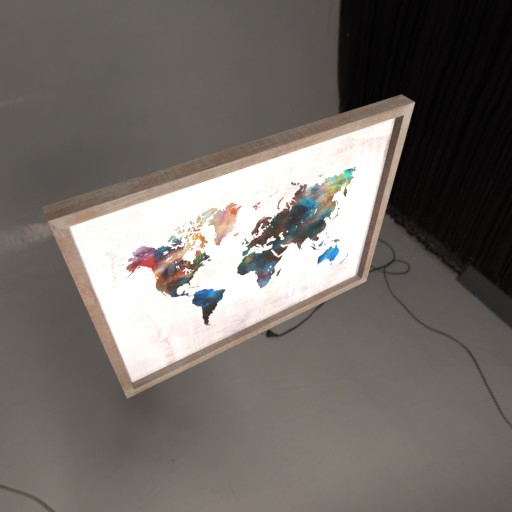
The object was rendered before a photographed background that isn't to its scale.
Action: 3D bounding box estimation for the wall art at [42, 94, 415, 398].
[{"bbox_3d":[0.000,0.000,1.789,1.320,1.009,0.070,-23,50,-21],"label":"wall art"}]
